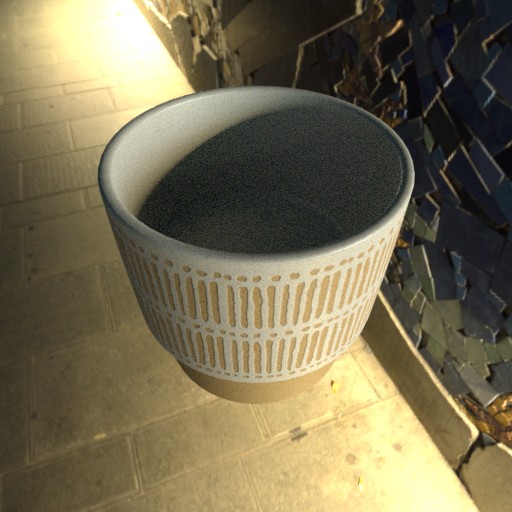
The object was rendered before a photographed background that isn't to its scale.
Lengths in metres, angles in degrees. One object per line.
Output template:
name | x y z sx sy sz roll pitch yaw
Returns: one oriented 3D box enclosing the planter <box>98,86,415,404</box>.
planter | 0.000 0.000 0.561 0.317 0.303 0.317 0 45 0
